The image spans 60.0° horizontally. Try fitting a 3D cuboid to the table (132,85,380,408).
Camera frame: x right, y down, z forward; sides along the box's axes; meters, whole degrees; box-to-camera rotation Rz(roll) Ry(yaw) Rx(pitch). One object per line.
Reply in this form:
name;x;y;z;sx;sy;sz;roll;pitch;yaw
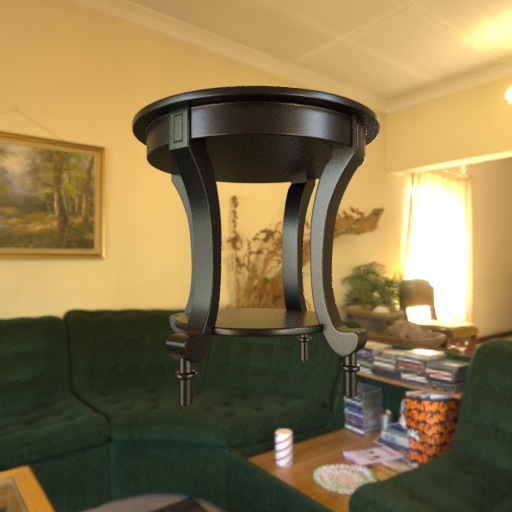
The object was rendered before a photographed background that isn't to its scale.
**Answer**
table;0.000;0.000;1.104;0.597;0.618;0.597;0;-1;0
